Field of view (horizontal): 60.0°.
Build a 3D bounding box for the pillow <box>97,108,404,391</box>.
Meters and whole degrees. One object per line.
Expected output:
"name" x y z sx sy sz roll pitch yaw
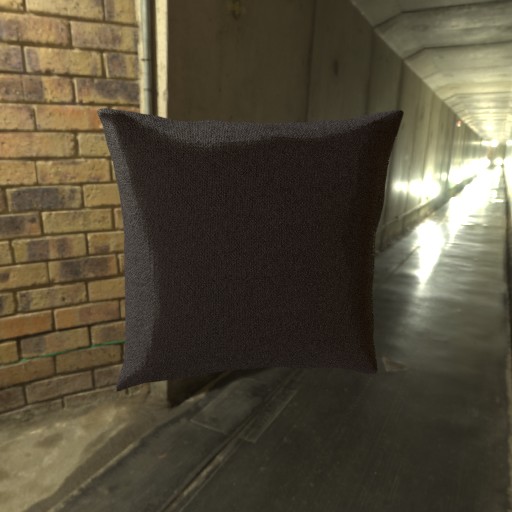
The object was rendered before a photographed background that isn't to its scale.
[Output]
"pillow" 0.000 0.000 0.694 0.452 0.439 0.204 -2 15 -9
